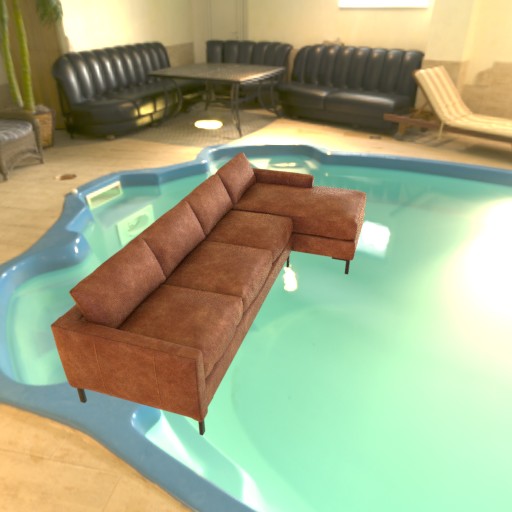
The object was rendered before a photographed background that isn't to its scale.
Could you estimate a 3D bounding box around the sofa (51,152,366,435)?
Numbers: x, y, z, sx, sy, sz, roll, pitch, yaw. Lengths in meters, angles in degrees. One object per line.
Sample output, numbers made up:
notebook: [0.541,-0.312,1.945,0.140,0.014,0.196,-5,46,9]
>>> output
sofa: [0.000,0.000,3.612,1.471,0.859,2.993,9,31,16]
